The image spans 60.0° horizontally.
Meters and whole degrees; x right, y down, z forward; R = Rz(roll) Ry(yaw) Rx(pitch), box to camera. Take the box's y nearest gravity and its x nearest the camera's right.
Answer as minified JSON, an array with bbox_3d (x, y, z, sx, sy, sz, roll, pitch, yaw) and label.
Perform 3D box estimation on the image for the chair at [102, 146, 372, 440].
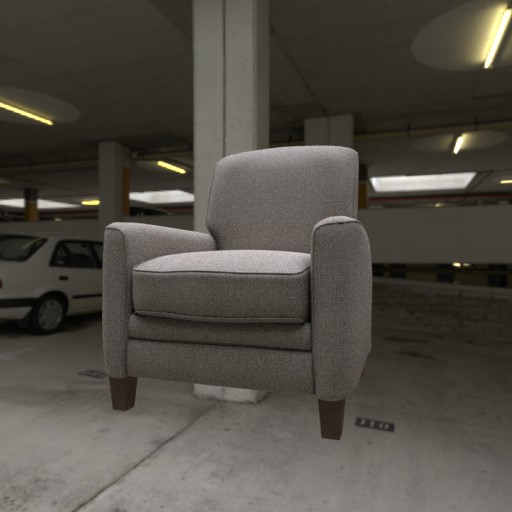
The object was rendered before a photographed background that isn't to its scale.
[{"bbox_3d":[0.000,0.000,1.689,0.848,1.014,0.864,0,0,19],"label":"chair"}]
